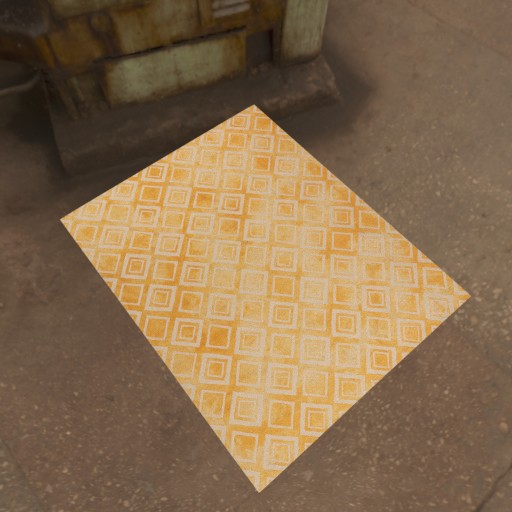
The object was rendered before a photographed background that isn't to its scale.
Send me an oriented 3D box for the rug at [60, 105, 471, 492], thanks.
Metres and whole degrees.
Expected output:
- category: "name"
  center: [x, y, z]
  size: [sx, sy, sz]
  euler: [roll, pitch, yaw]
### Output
- category: "rug"
  center: [0.000, 0.000, 4.114]
  size: [2.433, 0.011, 3.037]
  euler: [-36, 68, -17]
